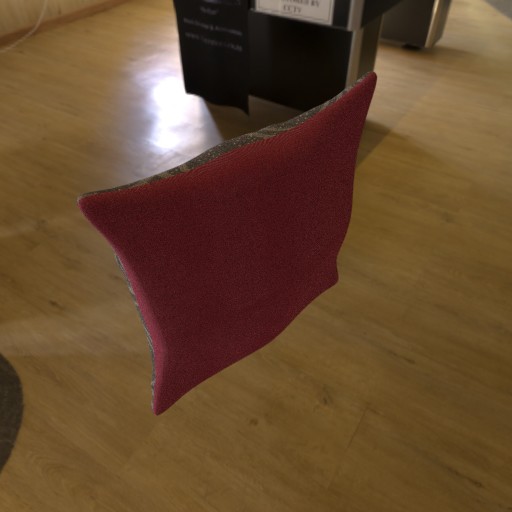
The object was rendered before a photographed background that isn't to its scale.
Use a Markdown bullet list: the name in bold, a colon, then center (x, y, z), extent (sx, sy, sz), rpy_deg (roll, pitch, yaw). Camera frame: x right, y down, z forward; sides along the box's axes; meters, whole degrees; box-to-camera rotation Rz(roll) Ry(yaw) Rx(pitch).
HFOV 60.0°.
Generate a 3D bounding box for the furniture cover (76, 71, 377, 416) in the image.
- **furniture cover**: center (0.000, 0.000, 0.776), extent (0.514, 0.513, 0.163), rpy_deg (-32, 53, -28)
